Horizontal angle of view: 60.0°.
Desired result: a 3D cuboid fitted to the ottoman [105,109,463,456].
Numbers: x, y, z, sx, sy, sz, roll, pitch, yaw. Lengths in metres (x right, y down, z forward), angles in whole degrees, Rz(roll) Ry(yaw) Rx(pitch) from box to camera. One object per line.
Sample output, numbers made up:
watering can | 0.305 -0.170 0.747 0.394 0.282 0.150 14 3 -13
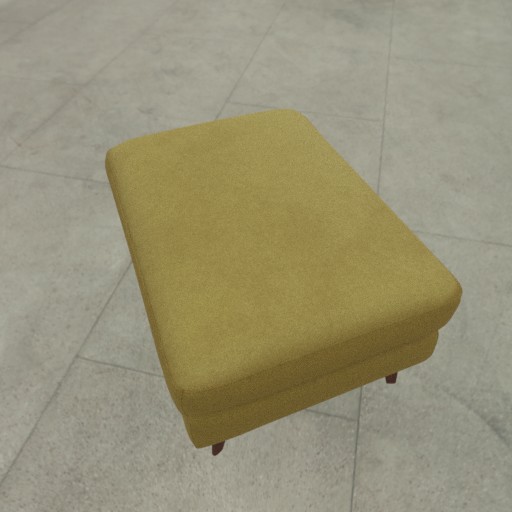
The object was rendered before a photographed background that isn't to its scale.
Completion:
ottoman | 0.000 0.000 1.153 0.608 0.449 0.811 -16 49 -15
